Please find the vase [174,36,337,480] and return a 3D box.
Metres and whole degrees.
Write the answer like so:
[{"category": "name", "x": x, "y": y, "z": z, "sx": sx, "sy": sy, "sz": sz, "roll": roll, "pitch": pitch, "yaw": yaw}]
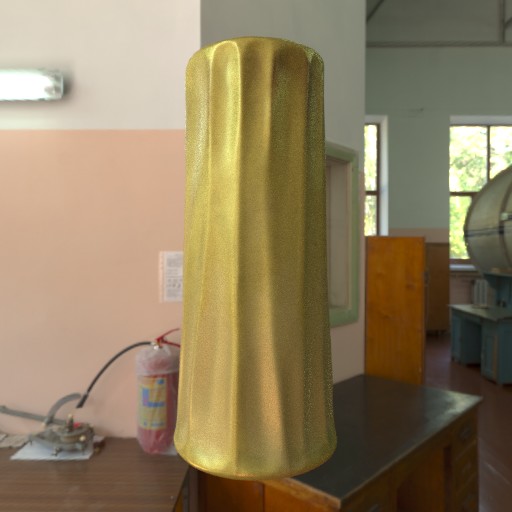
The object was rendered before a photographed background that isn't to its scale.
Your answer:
[{"category": "vase", "x": 0.000, "y": 0.000, "z": 0.169, "sx": 0.061, "sy": 0.143, "sz": 0.061, "roll": 0, "pitch": 0, "yaw": 0}]
